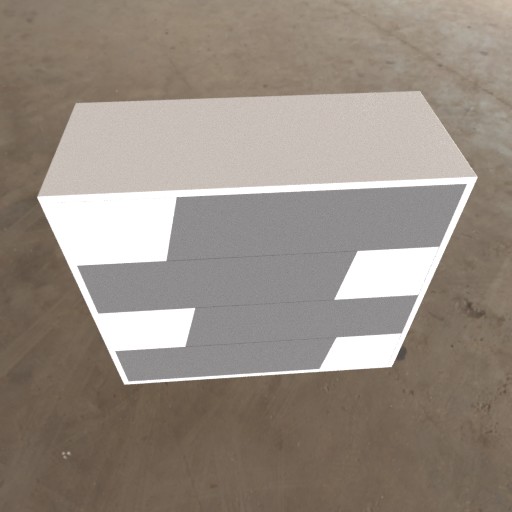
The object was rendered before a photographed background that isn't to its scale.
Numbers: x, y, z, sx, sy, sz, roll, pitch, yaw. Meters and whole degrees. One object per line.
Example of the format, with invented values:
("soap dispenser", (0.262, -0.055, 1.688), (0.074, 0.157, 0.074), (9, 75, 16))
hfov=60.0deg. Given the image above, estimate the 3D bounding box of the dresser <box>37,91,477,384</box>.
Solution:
("dresser", (0.000, 0.000, 1.624), (1.100, 1.000, 0.460), (-3, 47, -3))
